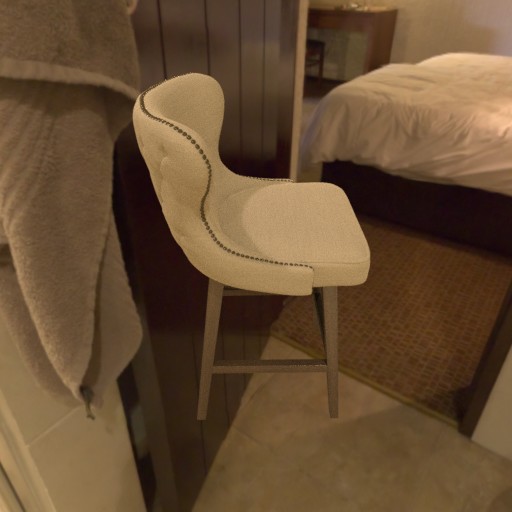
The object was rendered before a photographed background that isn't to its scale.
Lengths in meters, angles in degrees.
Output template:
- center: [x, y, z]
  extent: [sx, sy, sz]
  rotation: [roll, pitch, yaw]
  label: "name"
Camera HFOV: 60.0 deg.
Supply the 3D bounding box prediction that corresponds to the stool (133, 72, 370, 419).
- center: [0.000, 0.000, 1.364]
  extent: [0.597, 0.972, 0.615]
  rotation: [-1, 33, -1]
  label: "stool"
